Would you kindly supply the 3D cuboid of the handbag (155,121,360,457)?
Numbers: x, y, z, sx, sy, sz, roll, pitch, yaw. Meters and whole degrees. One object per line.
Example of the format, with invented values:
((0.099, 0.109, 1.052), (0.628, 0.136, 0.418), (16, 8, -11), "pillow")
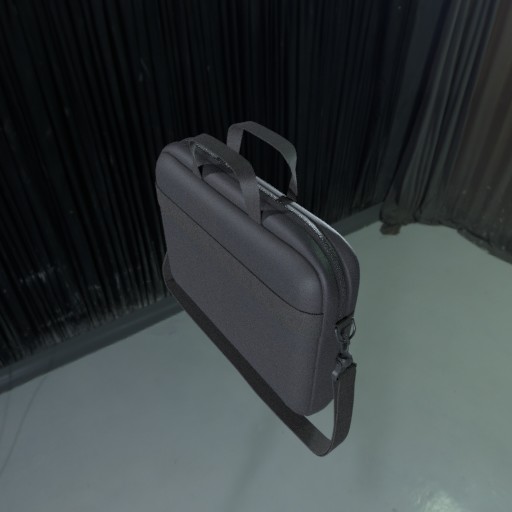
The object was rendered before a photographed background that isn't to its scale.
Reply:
((0.000, 0.000, 0.594), (0.126, 0.330, 0.429), (-26, 47, -27), "handbag")
